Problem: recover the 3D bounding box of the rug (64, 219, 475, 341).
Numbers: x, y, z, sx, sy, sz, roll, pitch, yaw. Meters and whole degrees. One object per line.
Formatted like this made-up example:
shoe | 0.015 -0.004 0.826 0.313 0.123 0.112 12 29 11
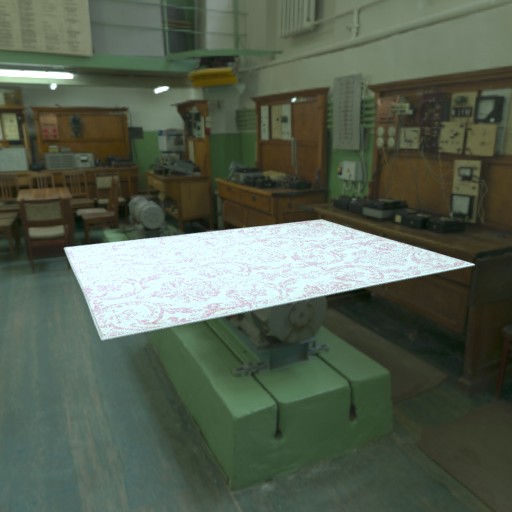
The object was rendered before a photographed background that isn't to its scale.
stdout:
rug | 0.000 0.000 2.907 2.202 0.014 1.598 -8 18 -26
